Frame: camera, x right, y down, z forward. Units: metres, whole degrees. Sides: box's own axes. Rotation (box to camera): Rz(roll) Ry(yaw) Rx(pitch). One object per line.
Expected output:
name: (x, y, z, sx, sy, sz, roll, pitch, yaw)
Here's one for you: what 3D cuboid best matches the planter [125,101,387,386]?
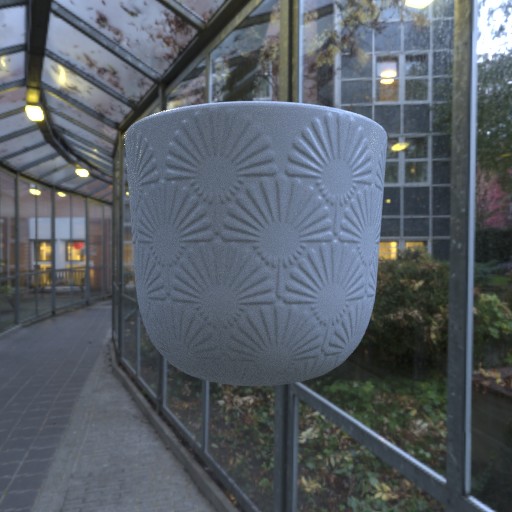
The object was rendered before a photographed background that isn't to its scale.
planter: (0.000, 0.000, 0.299, 0.170, 0.152, 0.170, 0, 0, 0)
